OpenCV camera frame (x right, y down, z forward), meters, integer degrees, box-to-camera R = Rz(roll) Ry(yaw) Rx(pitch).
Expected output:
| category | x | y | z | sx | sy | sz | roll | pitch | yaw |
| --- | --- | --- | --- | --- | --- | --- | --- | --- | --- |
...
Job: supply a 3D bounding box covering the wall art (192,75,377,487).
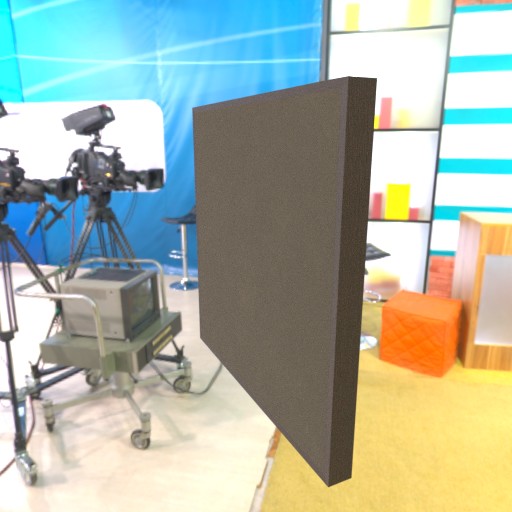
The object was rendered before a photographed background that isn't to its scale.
| category | x | y | z | sx | sy | sz | roll | pitch | yaw |
| --- | --- | --- | --- | --- | --- | --- | --- | --- | --- |
| wall art | 0.000 | 0.000 | 0.748 | 0.038 | 0.506 | 0.508 | -7 | 16 | -25 |
